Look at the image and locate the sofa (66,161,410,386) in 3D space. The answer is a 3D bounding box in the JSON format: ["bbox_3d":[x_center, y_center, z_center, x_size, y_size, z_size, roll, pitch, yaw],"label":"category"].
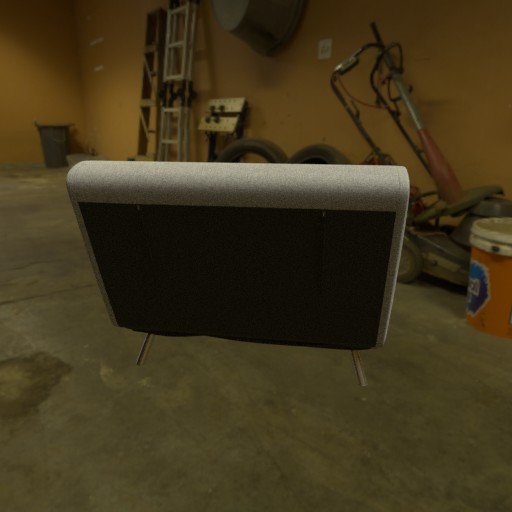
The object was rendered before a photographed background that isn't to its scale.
[{"bbox_3d":[0.000,0.000,1.814,1.020,0.825,1.000,3,18,9],"label":"sofa"}]
